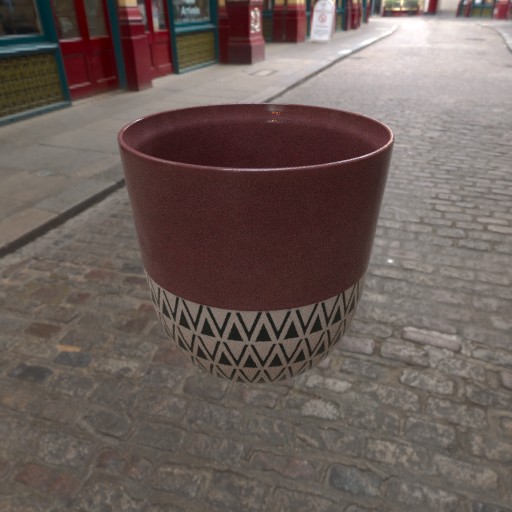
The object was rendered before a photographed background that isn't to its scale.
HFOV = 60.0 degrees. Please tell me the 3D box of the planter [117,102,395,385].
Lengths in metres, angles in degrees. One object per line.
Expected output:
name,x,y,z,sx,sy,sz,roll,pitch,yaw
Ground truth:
planter,0.000,0.000,0.374,0.195,0.214,0.195,0,29,0
